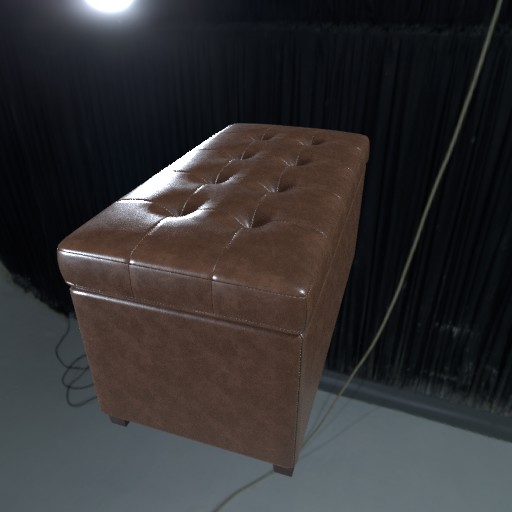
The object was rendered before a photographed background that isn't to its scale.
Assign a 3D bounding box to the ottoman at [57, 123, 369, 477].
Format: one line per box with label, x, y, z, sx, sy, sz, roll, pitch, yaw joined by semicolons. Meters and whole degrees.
ottoman;0.000;0.000;1.108;0.432;0.470;0.838;10;32;16
